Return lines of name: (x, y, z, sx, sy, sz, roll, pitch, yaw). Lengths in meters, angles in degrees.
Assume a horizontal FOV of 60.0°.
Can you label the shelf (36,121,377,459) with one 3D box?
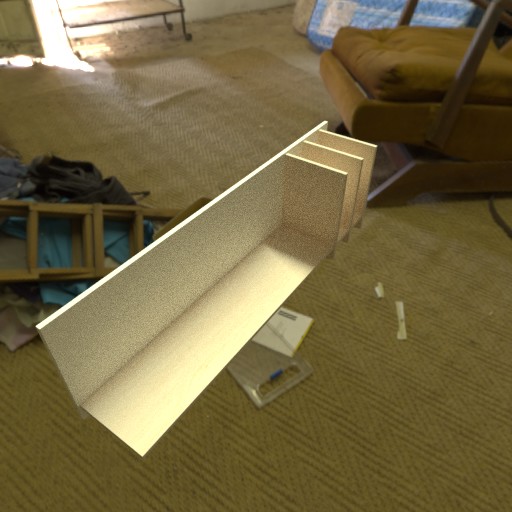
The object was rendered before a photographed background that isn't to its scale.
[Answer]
shelf: (0.000, 0.000, 1.126, 0.200, 0.300, 1.020, 25, 47, 26)
